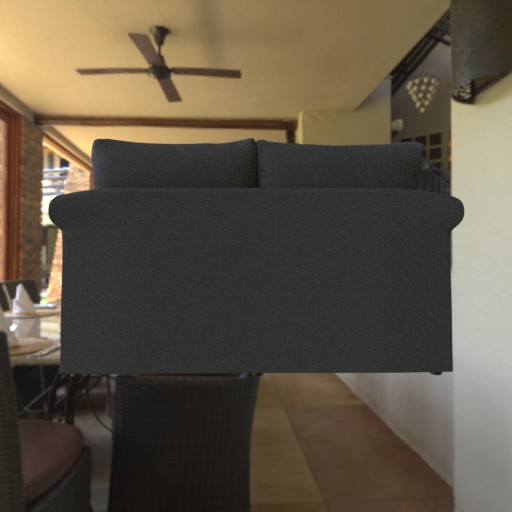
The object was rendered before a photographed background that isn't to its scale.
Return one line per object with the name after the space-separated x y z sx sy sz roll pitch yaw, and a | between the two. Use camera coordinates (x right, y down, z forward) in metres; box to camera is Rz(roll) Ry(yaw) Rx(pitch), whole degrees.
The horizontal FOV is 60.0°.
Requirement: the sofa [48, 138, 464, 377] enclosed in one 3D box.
0.000 0.000 1.918 1.460 0.872 0.741 0 -1 -1 | sofa
